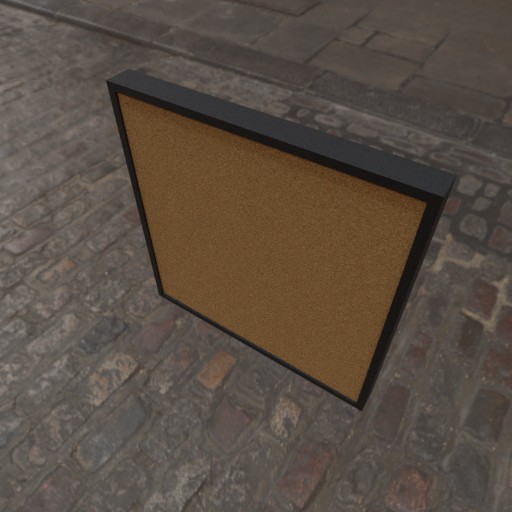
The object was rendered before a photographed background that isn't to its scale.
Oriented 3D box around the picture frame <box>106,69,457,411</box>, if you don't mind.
[{"bbox_3d":[0.000,0.000,0.476,0.317,0.317,0.030,25,51,23],"label":"picture frame"}]
